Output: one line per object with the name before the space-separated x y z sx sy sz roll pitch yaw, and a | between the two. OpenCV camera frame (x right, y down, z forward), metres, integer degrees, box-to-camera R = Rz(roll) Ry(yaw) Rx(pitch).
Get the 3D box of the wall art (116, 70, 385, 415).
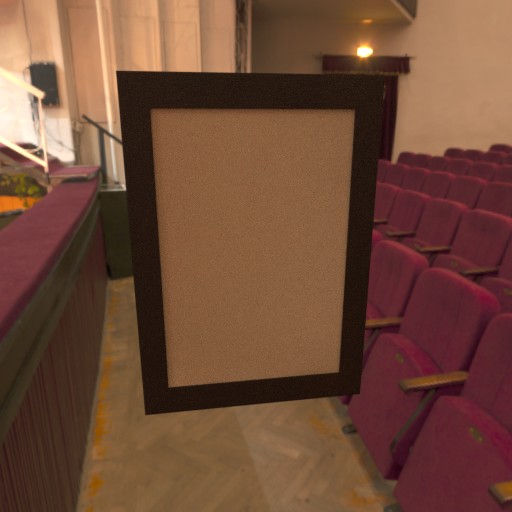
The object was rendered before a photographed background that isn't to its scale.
wall art | 0.000 0.000 0.664 0.359 0.508 0.013 -3 17 -9
